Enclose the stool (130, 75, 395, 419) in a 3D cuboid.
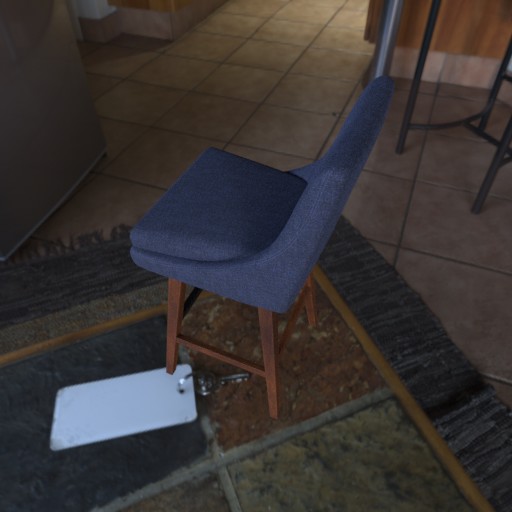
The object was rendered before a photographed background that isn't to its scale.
[{"bbox_3d":[0.000,0.000,1.378,0.572,1.068,0.489,17,49,16],"label":"stool"}]
